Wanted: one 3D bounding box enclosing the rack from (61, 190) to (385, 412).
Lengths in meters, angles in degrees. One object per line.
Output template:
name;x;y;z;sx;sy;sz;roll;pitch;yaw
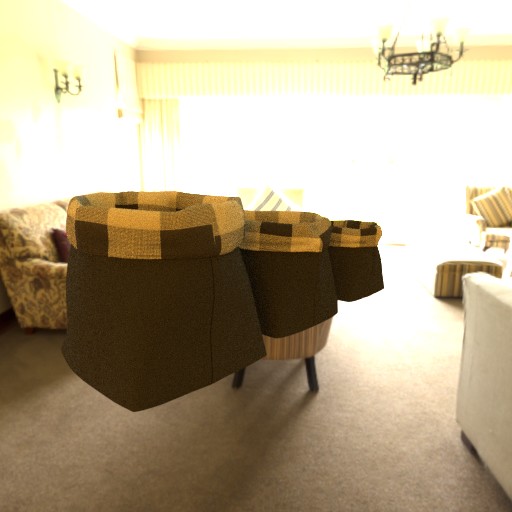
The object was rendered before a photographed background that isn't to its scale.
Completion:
rack;0.000;0.000;1.069;0.370;0.329;0.889;13;19;43
